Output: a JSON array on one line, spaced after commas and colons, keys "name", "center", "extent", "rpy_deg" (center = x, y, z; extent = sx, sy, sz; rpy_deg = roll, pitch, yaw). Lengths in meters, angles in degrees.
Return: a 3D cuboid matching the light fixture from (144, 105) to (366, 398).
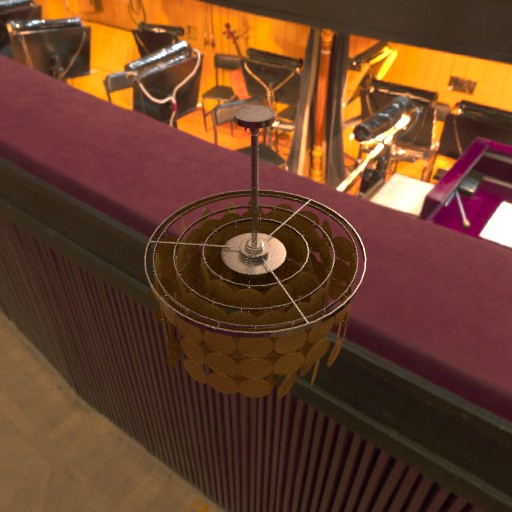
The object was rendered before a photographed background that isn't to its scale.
[{"name": "light fixture", "center": [0.000, 0.000, 0.734], "extent": [0.368, 0.492, 0.368], "rpy_deg": [0, 40, 0]}]
